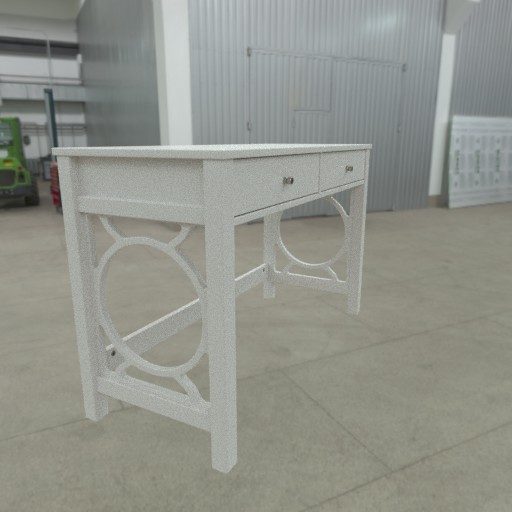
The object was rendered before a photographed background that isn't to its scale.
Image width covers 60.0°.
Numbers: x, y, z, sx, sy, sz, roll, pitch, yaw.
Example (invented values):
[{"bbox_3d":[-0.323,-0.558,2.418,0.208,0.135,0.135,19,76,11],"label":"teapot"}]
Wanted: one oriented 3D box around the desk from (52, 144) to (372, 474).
[{"bbox_3d":[0.000,0.000,1.577,0.504,0.762,1.191,8,17,27],"label":"desk"}]
